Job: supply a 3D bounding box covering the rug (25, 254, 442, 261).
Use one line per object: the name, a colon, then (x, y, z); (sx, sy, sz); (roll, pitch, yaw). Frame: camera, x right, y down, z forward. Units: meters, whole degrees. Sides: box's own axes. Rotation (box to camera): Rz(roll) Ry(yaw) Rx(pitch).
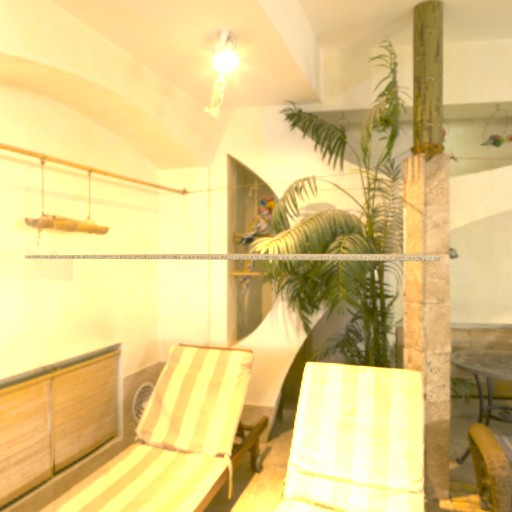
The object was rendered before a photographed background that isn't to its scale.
rug: (0.000, 0.000, 4.122); (3.000, 0.025, 2.400); (0, 1, 18)
